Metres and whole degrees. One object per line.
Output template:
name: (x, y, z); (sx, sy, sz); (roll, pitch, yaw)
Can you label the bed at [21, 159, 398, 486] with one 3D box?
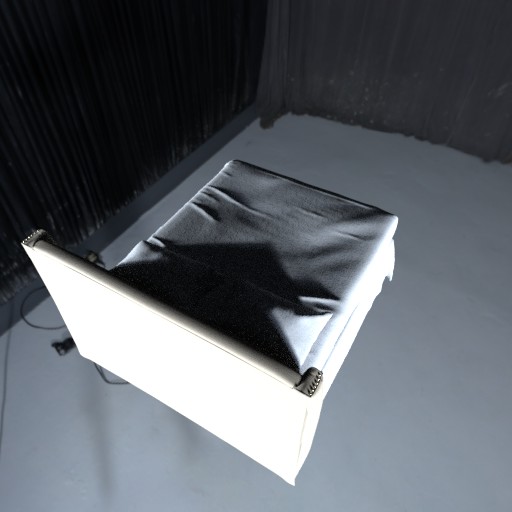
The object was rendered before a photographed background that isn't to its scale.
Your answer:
bed: (0.000, 0.000, 3.406); (1.925, 1.332, 2.276); (23, 52, 20)
